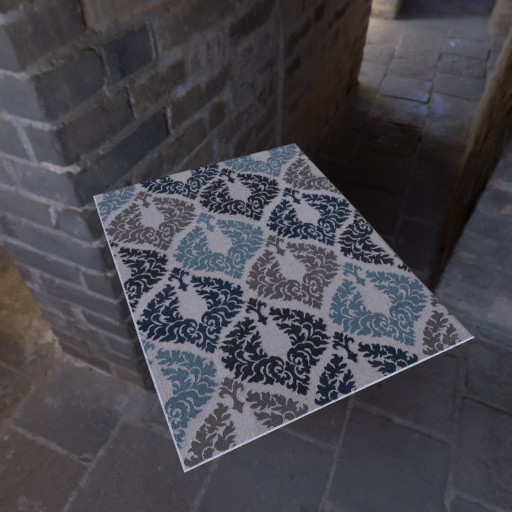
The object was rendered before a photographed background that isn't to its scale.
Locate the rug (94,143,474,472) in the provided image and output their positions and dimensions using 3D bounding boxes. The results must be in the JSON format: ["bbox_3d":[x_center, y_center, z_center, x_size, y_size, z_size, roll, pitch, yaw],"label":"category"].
[{"bbox_3d":[0.000,0.000,4.110,2.423,0.014,3.040,-19,50,-17],"label":"rug"}]
